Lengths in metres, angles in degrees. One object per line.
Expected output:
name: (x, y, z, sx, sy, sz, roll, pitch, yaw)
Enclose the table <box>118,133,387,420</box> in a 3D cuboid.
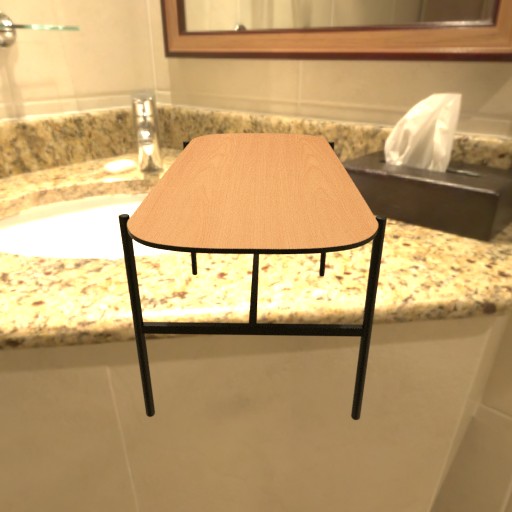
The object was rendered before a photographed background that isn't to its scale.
table: (0.000, 0.000, 0.997, 0.400, 0.400, 0.800, 1, 25, 1)
